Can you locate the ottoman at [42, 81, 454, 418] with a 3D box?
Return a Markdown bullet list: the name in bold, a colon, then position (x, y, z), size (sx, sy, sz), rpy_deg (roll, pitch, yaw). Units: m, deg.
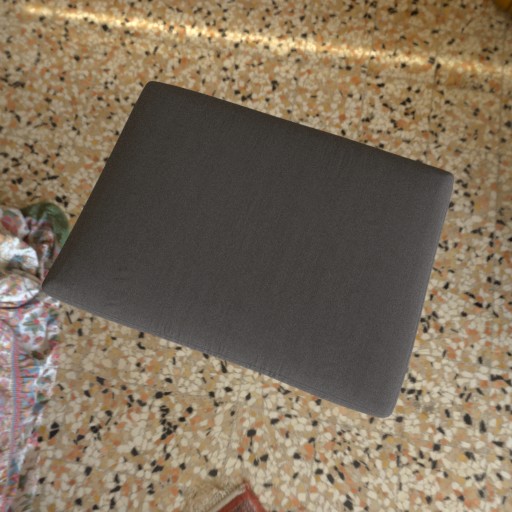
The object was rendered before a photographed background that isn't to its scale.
- **ottoman**: position (0.000, 0.000, 1.151), size (0.771, 0.500, 0.569), rpy_deg (19, 75, 5)
